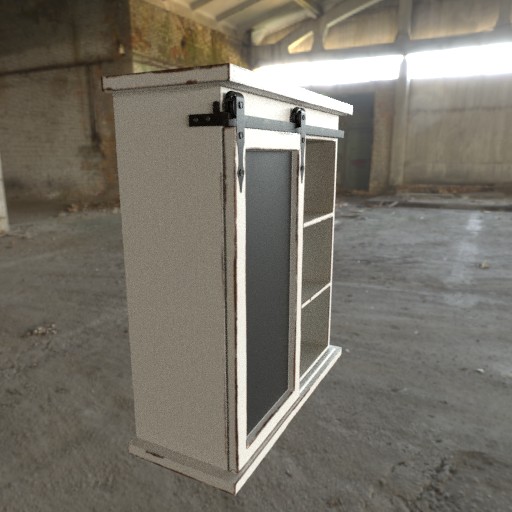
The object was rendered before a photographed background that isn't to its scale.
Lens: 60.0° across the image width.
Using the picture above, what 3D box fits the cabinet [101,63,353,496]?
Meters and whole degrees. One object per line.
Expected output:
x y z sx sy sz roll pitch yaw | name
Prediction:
0.000 0.000 0.875 0.210 0.603 0.541 7 14 27 | cabinet
